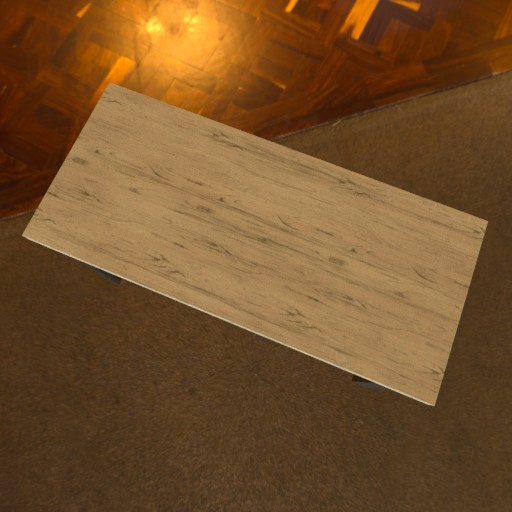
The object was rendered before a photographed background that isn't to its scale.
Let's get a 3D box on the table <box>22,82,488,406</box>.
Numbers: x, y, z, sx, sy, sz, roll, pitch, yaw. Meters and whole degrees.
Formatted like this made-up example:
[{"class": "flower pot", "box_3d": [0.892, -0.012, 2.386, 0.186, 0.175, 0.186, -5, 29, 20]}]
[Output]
[{"class": "table", "box_3d": [0.000, 0.000, 2.285, 1.778, 0.899, 0.795, 22, 76, 6]}]
